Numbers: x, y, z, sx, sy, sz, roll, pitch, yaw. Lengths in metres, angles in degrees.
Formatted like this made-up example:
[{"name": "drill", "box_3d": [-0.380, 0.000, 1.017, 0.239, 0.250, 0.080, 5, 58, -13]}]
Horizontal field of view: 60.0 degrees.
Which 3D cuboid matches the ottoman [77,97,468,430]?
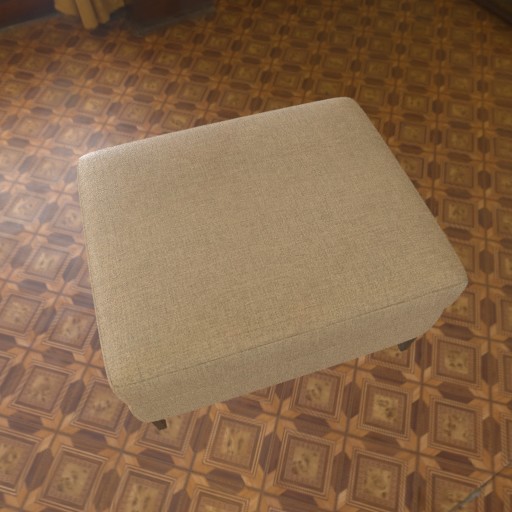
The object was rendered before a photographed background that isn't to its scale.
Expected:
[{"name": "ottoman", "box_3d": [0.000, 0.000, 1.228, 0.820, 0.490, 0.671, -15, 60, -9]}]
